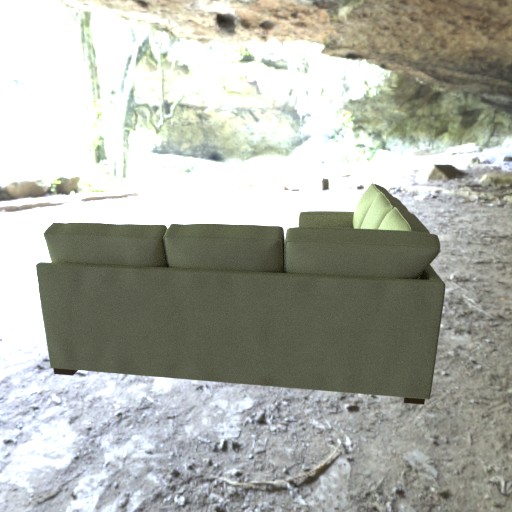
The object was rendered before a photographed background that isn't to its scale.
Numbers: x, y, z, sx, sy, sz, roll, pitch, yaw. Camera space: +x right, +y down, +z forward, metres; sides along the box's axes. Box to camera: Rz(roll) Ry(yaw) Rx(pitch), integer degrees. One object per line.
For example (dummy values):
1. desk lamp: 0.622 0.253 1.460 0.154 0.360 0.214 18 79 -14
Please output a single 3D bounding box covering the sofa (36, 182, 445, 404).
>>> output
1. sofa: 0.000 0.000 3.402 2.189 0.939 2.182 2 17 8
